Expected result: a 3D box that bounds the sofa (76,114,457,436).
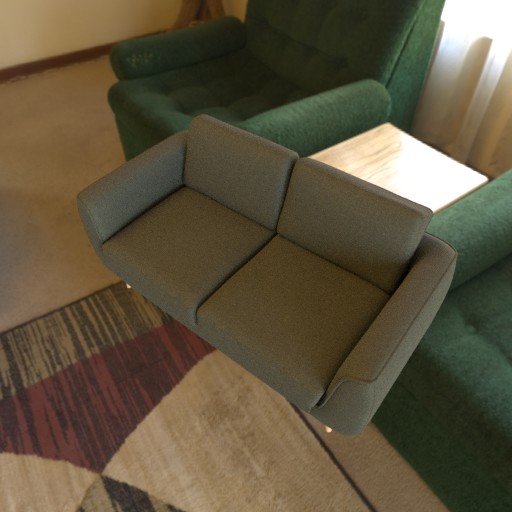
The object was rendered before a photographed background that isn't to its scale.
[{"bbox_3d":[0.000,0.000,2.223,1.700,0.850,0.920,30,53,25],"label":"sofa"}]
